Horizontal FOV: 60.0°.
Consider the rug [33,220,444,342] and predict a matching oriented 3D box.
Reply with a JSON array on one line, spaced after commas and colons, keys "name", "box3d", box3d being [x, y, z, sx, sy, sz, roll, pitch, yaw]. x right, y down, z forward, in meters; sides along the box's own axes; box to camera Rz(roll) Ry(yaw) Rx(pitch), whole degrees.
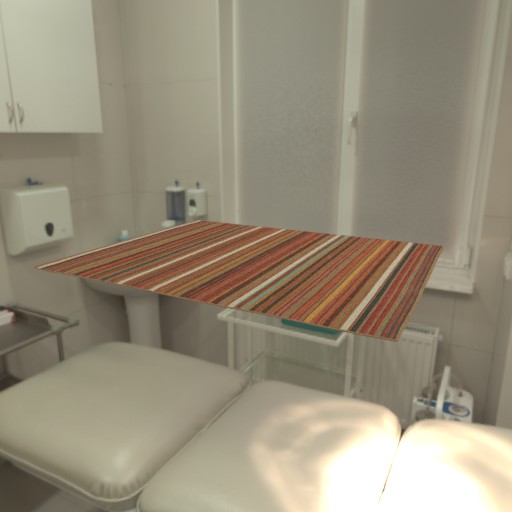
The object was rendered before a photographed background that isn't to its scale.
[{"name": "rug", "box3d": [0.000, 0.000, 4.196, 3.092, 0.023, 2.479, 8, 17, 27]}]
